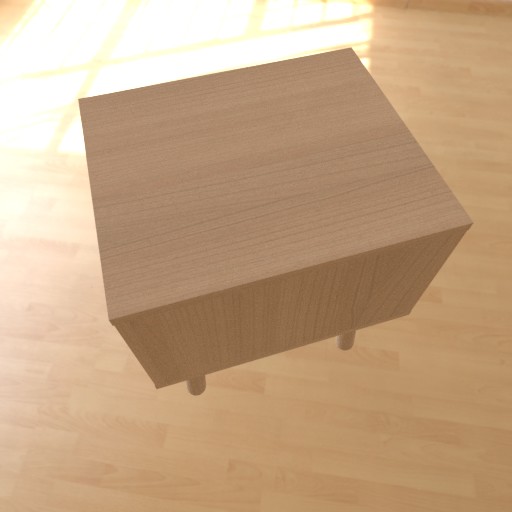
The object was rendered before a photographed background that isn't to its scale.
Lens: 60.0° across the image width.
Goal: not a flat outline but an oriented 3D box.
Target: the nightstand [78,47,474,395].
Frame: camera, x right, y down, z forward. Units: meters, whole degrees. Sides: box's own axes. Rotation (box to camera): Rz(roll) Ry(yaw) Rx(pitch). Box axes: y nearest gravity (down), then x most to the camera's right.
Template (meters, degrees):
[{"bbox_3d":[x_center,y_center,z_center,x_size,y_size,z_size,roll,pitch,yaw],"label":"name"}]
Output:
[{"bbox_3d":[0.000,0.000,0.837,0.450,0.530,0.380,-14,59,-9],"label":"nightstand"}]
